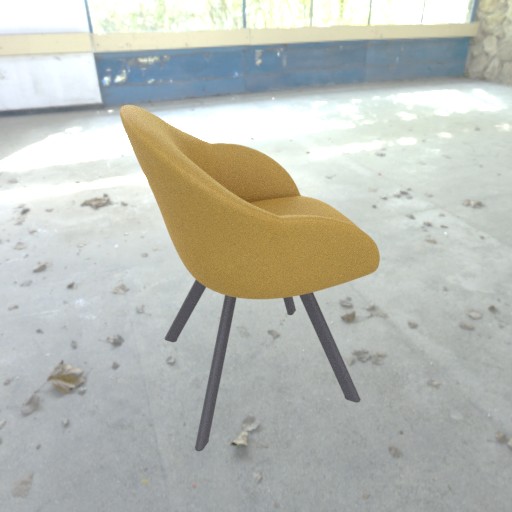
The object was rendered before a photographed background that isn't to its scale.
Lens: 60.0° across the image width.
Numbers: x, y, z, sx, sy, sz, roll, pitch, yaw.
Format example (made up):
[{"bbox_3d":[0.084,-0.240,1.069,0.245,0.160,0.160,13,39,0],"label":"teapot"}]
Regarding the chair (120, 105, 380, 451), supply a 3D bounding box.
[{"bbox_3d":[0.000,0.000,1.178,0.583,0.793,0.551,-10,32,-17],"label":"chair"}]
